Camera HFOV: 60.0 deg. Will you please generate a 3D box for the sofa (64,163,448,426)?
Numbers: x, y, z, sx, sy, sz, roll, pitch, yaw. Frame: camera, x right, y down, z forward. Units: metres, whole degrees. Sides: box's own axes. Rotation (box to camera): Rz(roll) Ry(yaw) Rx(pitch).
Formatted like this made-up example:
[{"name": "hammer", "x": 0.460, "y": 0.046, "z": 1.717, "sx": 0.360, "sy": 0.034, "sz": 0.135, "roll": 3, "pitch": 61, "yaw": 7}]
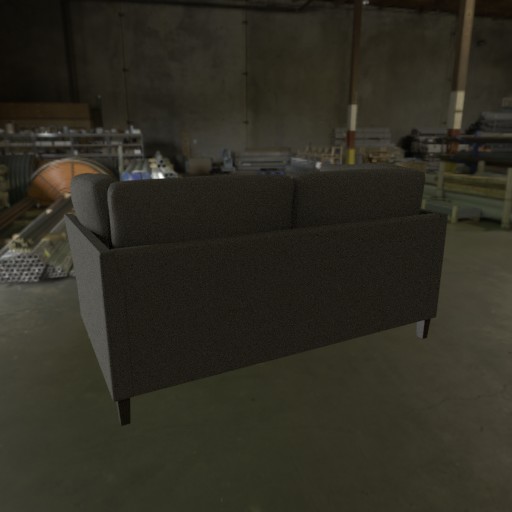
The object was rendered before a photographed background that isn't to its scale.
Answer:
[{"name": "sofa", "x": 0.000, "y": 0.000, "z": 2.336, "sx": 1.751, "sy": 0.920, "sz": 0.969, "roll": -8, "pitch": 17, "yaw": -27}]
